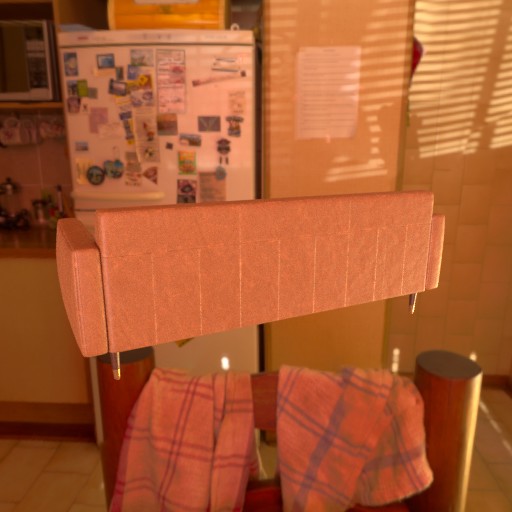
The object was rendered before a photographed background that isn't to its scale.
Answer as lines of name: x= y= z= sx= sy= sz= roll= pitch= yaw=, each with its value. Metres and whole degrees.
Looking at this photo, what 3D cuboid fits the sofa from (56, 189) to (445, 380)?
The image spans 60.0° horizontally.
sofa: x=0.000 y=0.000 z=2.811 sx=2.291 sy=0.821 sz=0.990 roll=-7 pitch=16 yaw=-26
